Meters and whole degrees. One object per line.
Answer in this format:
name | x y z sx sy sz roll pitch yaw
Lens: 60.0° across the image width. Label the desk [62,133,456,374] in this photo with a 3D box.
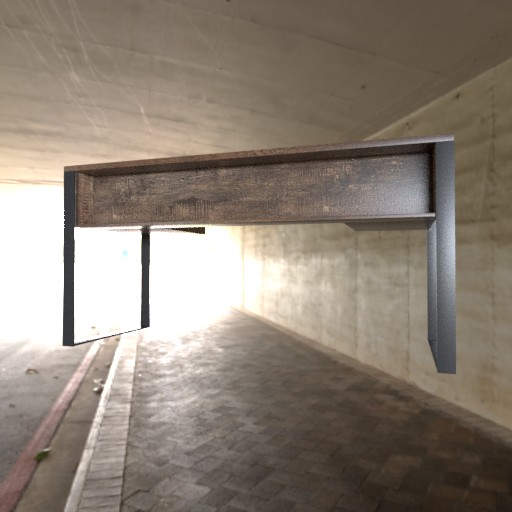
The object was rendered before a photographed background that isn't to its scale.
desk | 0.000 0.000 1.924 1.524 0.762 0.599 0 -1 18
